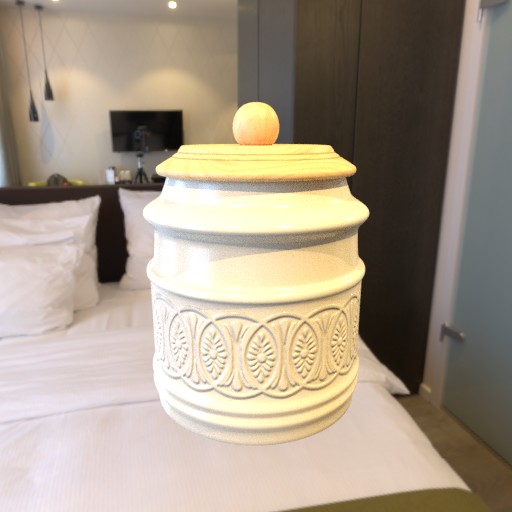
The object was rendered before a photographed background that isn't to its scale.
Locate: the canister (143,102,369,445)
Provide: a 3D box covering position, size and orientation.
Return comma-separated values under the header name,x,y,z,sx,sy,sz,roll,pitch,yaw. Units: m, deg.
name,x,y,z,sx,sy,sz,roll,pitch,yaw
canister,0.000,0.000,0.269,0.130,0.176,0.130,0,15,0
